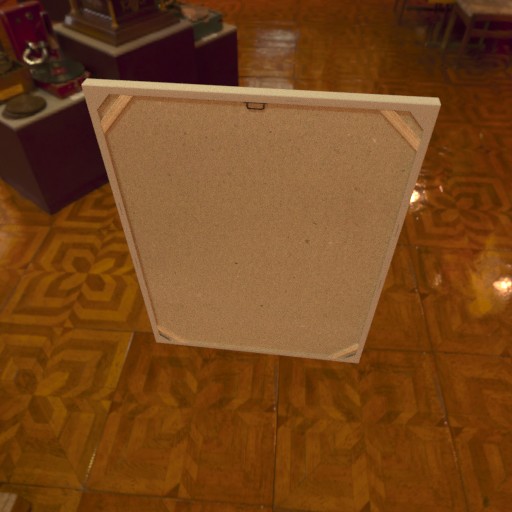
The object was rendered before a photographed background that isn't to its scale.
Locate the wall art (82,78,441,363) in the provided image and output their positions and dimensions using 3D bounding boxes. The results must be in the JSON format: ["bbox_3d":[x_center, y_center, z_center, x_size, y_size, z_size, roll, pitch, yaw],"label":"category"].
[{"bbox_3d":[0.000,0.000,1.566,0.914,1.212,0.038,5,46,5],"label":"wall art"}]
